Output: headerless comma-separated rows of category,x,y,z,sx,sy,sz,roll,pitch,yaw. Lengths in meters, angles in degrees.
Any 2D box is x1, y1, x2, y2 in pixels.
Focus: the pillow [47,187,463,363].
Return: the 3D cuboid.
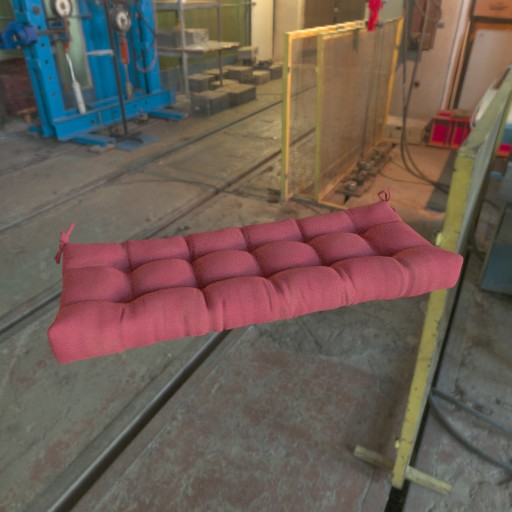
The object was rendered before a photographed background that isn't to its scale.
pillow,0.000,0.000,1.349,1.194,0.174,0.511,-9,33,-14
